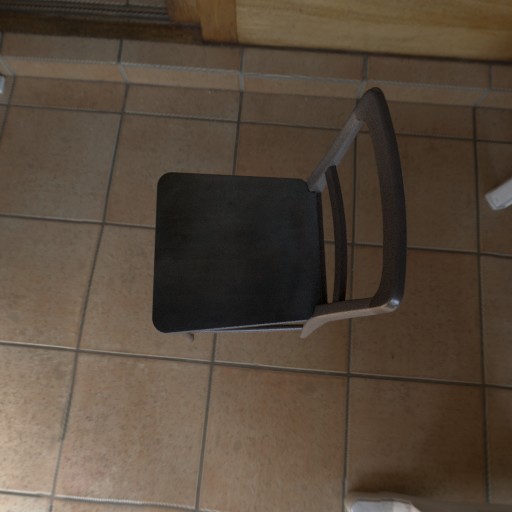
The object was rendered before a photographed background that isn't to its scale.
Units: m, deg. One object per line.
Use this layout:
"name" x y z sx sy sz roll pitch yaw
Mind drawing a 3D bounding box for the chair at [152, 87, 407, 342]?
"chair" 0.000 0.000 1.281 0.546 0.991 0.450 -1 76 0
